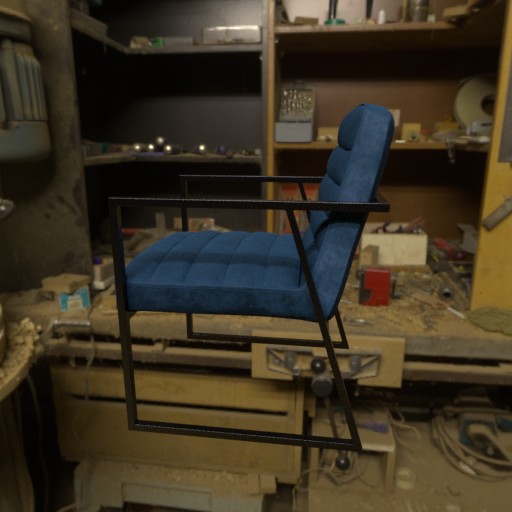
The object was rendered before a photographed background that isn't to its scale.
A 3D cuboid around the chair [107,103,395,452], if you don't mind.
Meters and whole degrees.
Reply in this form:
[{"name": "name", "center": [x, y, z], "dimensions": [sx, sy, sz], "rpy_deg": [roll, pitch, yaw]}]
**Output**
[{"name": "chair", "center": [0.000, 0.000, 1.302], "dimensions": [0.677, 0.833, 0.571], "rpy_deg": [2, 16, 8]}]
